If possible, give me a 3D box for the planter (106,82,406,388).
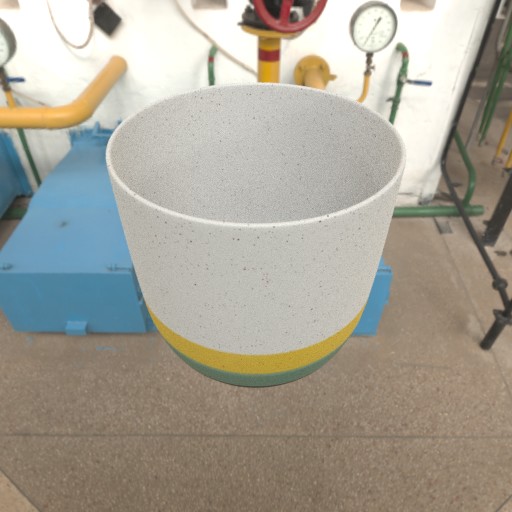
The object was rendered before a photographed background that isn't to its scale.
[{"bbox_3d":[0.000,0.000,0.366,0.195,0.214,0.195,0,42,0],"label":"planter"}]
